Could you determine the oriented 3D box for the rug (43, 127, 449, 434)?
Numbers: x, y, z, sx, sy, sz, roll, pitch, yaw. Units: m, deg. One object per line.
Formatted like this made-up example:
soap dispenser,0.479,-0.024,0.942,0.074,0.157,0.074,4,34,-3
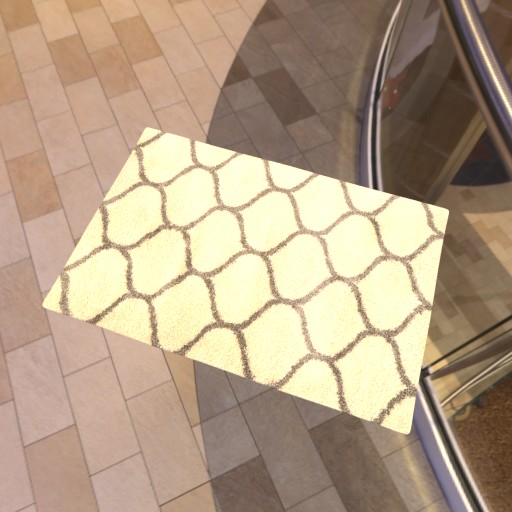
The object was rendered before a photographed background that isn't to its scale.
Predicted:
rug,0.000,0.000,3.418,2.701,0.026,1.801,17,65,8
